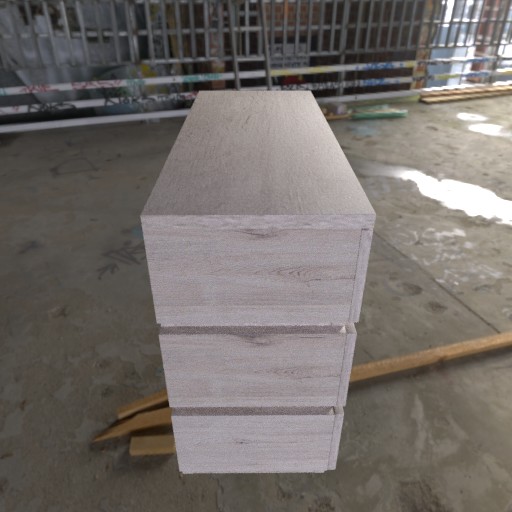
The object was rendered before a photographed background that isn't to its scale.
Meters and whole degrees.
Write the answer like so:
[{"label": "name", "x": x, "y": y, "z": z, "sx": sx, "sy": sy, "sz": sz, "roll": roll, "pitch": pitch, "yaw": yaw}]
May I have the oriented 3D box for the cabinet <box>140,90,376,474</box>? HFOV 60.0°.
[{"label": "cabinet", "x": 0.000, "y": 0.000, "z": 1.446, "sx": 0.420, "sy": 0.820, "sz": 1.040, "roll": 0, "pitch": 32, "yaw": 0}]
